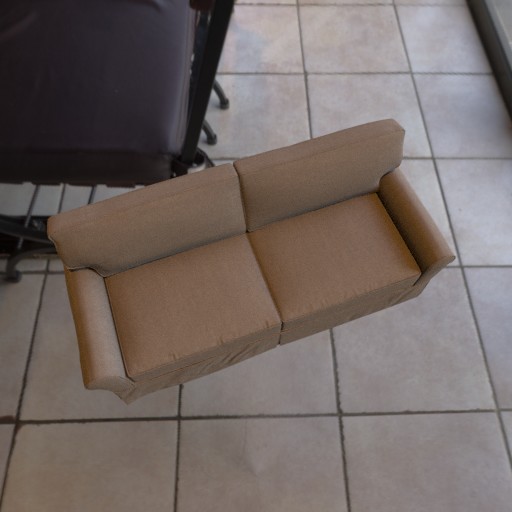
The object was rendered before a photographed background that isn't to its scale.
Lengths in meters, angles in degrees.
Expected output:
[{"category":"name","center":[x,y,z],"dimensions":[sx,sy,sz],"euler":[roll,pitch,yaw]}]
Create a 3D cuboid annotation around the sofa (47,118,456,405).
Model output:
[{"category":"sofa","center":[0.000,0.000,2.740],"dimensions":[2.248,0.943,0.991],"euler":[-18,65,-9]}]
